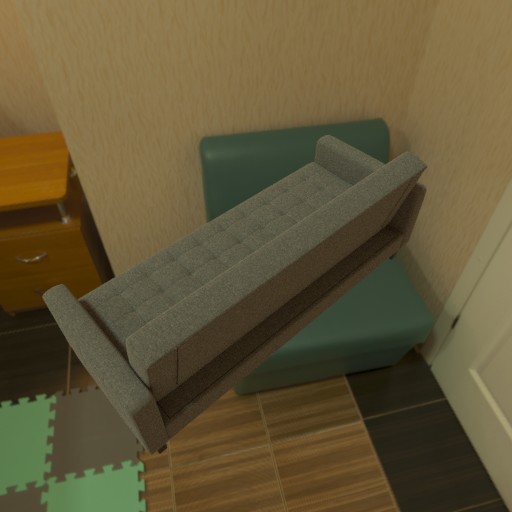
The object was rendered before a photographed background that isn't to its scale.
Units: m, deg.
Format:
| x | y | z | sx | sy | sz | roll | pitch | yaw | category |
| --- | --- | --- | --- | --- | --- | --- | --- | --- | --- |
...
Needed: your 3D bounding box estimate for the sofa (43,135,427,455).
| x | y | z | sx | sy | sz | roll | pitch | yaw | category |
| --- | --- | --- | --- | --- | --- | --- | --- | --- | --- |
| 0.000 | 0.000 | 2.457 | 2.040 | 0.850 | 0.810 | -34 | 56 | -27 | sofa |
